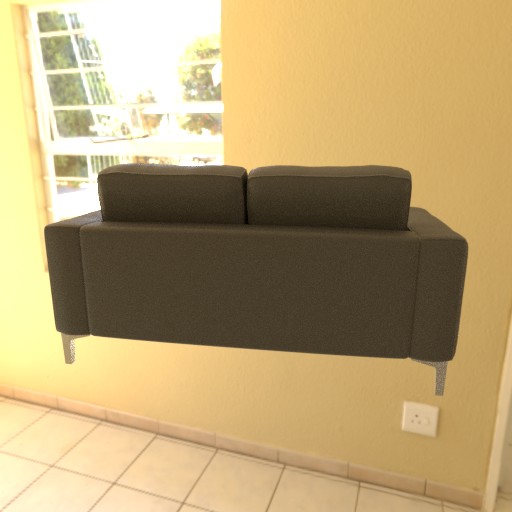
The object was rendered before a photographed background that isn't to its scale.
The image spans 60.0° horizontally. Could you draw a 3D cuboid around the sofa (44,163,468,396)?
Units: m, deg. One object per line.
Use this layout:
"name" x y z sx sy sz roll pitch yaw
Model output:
"sofa" 0.000 0.000 2.157 1.726 0.892 0.833 2 15 9
